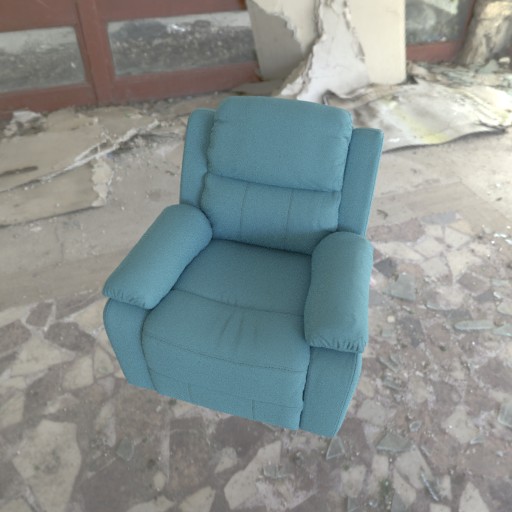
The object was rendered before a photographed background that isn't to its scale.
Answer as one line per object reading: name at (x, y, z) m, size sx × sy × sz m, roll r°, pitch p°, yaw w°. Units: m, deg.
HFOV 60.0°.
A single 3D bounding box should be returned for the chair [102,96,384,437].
chair at (0.000, 0.000, 1.289) m, size 0.680 × 0.702 × 0.709 m, roll 11°, pitch 42°, yaw 12°
